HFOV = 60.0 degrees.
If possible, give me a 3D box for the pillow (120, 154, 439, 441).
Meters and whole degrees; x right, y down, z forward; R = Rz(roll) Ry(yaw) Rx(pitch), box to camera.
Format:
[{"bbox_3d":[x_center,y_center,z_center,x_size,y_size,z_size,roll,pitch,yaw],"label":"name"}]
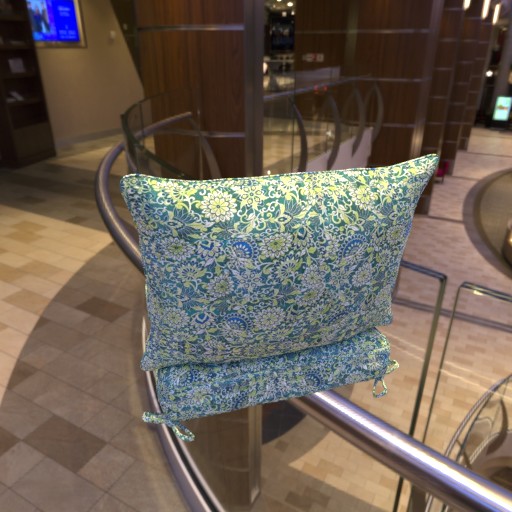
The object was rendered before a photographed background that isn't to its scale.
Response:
[{"bbox_3d":[0.000,0.000,1.391,0.798,0.722,0.740,-7,26,-15],"label":"pillow"}]
